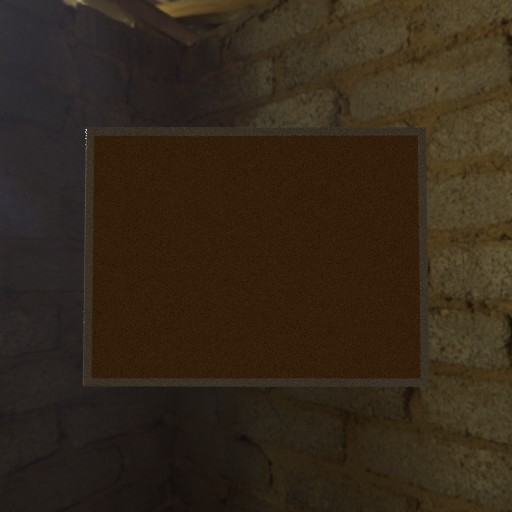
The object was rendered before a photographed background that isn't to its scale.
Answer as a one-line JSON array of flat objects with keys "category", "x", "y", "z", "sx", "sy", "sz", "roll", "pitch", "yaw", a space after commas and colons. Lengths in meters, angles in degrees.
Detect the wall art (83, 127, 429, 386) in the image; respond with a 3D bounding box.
[{"category": "wall art", "x": 0.000, "y": 0.000, "z": 1.372, "sx": 1.041, "sy": 0.787, "sz": 0.053, "roll": 0, "pitch": -2, "yaw": 0}]
